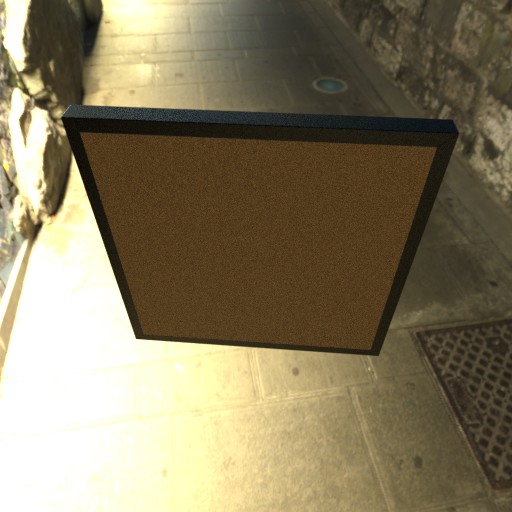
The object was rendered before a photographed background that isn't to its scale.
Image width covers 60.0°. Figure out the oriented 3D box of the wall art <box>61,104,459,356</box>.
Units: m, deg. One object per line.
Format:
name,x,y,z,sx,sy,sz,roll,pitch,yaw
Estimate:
wall art,0.000,0.000,0.754,0.508,0.508,0.036,3,45,3
